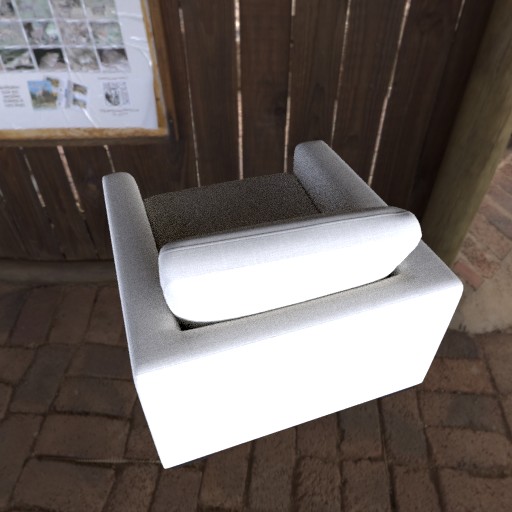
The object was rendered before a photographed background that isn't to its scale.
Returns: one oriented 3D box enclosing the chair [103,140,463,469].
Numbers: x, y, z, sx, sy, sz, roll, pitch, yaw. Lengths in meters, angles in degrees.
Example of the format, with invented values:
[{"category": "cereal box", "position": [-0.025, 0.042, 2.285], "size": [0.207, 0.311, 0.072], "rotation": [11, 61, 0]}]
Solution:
[{"category": "chair", "position": [0.000, 0.000, 1.803], "size": [1.070, 0.876, 1.100], "rotation": [-13, 43, -14]}]
